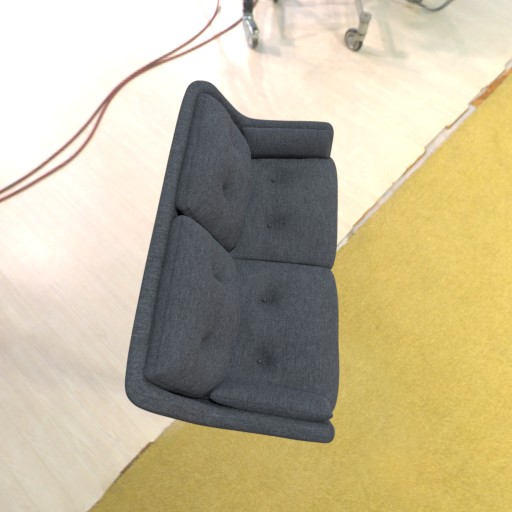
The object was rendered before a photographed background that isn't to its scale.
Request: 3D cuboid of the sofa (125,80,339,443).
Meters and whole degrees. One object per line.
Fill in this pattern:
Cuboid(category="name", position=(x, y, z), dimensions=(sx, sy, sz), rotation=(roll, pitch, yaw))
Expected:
Cuboid(category="sofa", position=(0.000, 0.000, 2.525), dimensions=(0.975, 0.896, 1.929), rotation=(4, 63, 2))
